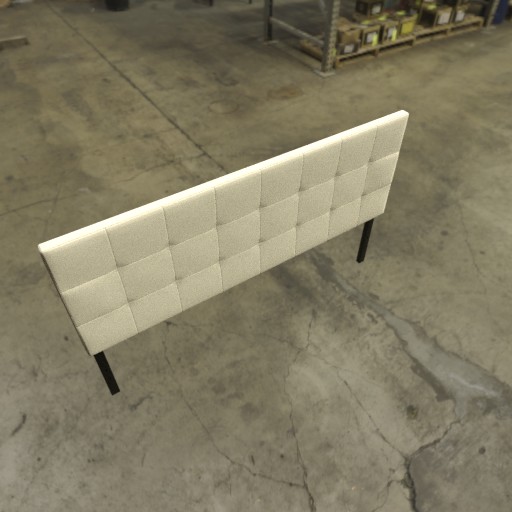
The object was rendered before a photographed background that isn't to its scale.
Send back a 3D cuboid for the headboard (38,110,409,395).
[{"bbox_3d":[0.000,0.000,2.938,2.362,1.410,0.120,-25,50,-23],"label":"headboard"}]
